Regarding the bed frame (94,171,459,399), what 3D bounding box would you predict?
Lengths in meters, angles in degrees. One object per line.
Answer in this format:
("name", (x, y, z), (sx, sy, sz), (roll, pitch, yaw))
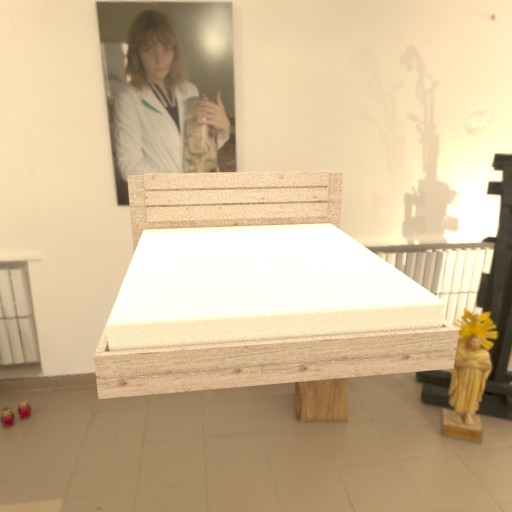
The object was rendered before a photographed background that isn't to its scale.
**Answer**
("bed frame", (0.000, 0.000, 3.159), (1.950, 0.970, 2.080), (-3, 17, -8))
